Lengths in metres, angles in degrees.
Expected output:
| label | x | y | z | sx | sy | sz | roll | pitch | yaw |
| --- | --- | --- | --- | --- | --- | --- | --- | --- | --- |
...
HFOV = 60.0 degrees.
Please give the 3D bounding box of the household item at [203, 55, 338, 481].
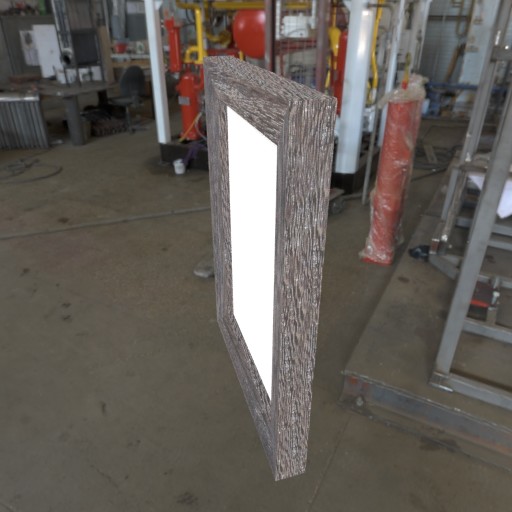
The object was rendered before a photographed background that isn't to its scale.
| label | x | y | z | sx | sy | sz | roll | pitch | yaw |
| --- | --- | --- | --- | --- | --- | --- | --- | --- | --- |
| household item | 0.000 | 0.000 | 0.232 | 0.020 | 0.180 | 0.133 | -9 | 31 | -15 |
